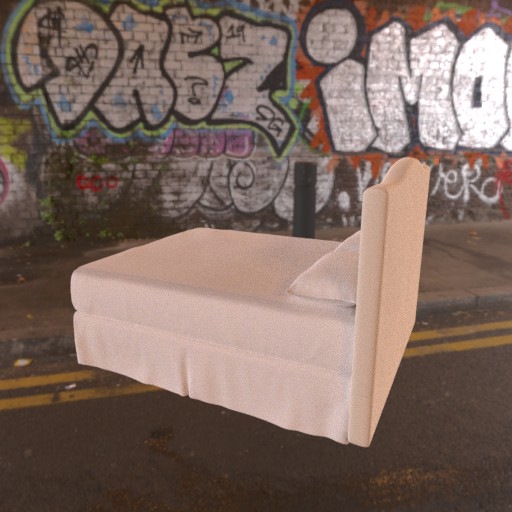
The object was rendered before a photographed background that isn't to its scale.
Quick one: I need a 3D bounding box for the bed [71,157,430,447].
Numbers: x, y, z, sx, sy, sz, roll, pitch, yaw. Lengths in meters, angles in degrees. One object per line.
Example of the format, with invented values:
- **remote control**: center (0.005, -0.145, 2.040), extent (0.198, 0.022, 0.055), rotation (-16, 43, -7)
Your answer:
- **bed**: center (0.000, 0.000, 3.259), extent (2.143, 1.460, 1.753), rotation (7, 17, 25)
